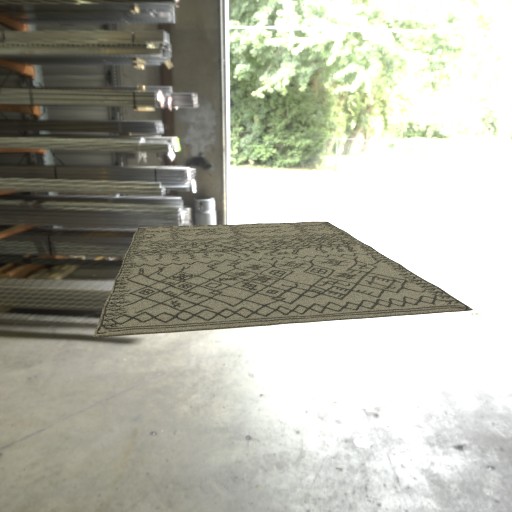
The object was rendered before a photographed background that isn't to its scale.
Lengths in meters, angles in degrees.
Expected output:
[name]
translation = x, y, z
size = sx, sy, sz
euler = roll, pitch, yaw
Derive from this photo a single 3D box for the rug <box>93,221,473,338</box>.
[rug]
translation = 0.000, 0.000, 3.362
size = 1.964, 0.025, 2.455
euler = -3, 16, -9
